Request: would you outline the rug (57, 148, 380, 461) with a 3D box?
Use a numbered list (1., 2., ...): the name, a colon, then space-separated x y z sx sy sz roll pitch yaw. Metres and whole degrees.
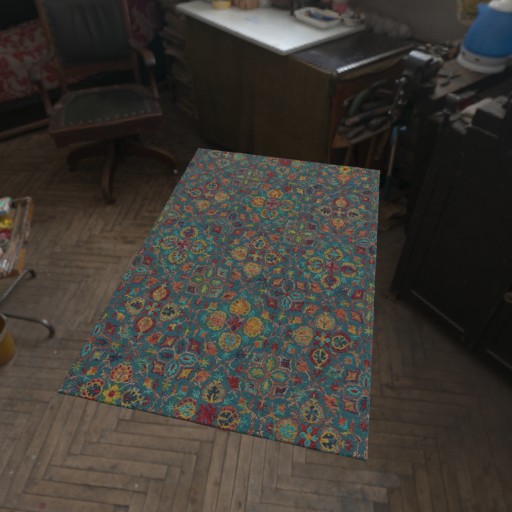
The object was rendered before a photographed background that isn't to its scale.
1. rug: 0.000 0.000 2.297 1.216 0.014 1.836 9 46 9
